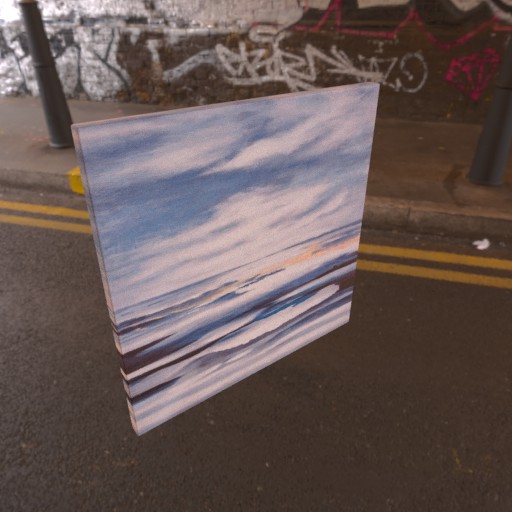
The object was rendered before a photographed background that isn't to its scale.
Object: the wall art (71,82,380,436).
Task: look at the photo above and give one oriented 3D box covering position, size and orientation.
[{"bbox_3d":[0.000,0.000,1.104,0.747,0.747,0.035,-21,36,-31],"label":"wall art"}]
